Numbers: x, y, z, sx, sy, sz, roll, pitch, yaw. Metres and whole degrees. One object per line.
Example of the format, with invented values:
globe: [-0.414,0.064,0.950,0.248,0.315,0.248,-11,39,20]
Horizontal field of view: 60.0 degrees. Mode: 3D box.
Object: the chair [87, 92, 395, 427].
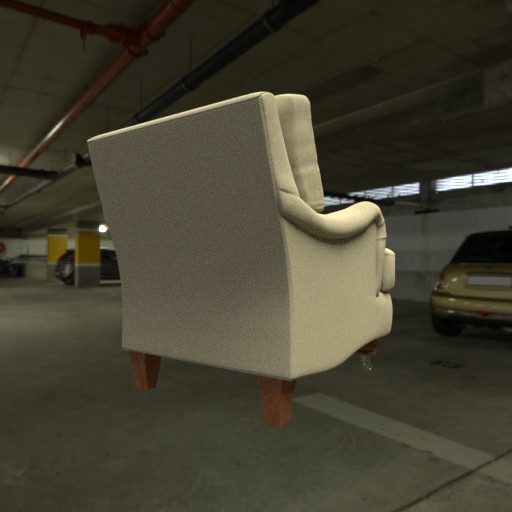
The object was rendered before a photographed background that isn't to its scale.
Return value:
chair: [0.000,0.000,1.877,0.895,1.076,1.078,0,0,36]
